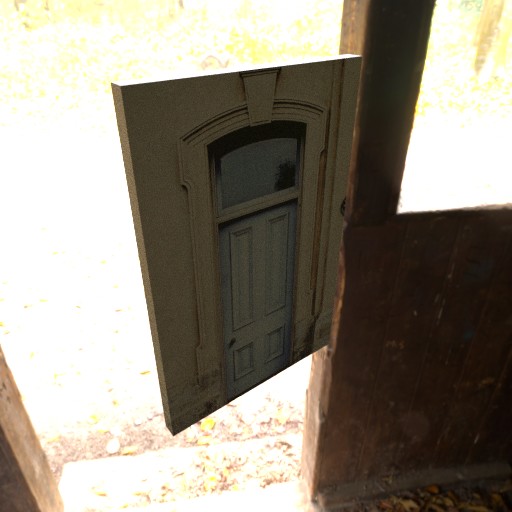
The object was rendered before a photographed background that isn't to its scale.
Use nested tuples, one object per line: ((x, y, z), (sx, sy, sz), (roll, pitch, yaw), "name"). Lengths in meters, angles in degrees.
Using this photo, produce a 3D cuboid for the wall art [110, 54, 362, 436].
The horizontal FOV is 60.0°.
((0.000, 0.000, 0.964), (0.508, 0.764, 0.038), (-22, 38, -31), "wall art")
